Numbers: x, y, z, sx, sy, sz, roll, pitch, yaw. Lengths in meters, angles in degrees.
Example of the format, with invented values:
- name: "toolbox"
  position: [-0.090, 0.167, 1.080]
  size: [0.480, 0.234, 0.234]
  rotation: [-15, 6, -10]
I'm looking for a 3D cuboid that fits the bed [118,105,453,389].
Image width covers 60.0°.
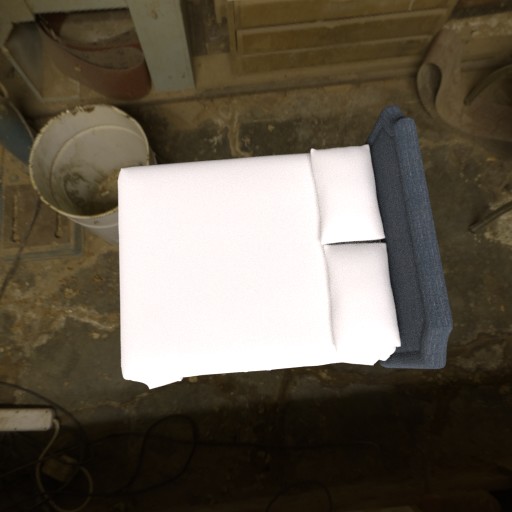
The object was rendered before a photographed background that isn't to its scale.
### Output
- name: "bed"
  position: [0.000, 0.000, 3.321]
  size: [2.208, 1.297, 1.828]
  rotation: [-5, 77, -1]
